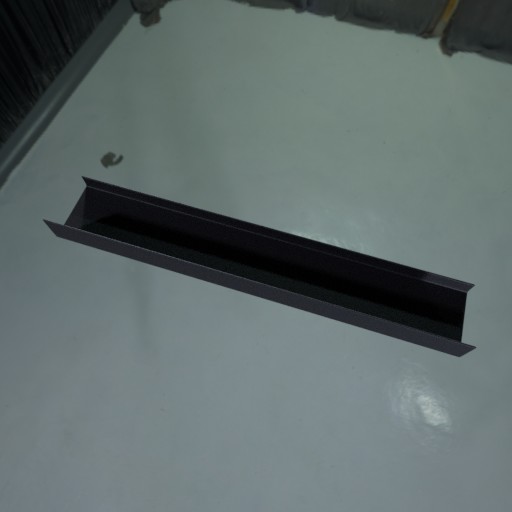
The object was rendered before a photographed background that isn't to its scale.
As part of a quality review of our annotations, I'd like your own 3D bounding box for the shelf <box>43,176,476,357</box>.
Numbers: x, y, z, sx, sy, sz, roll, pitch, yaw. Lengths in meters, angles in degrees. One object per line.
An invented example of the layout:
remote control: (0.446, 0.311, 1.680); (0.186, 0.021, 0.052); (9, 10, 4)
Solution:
shelf: (0.000, 0.000, 0.634); (0.605, 0.053, 0.102); (16, 65, 8)
